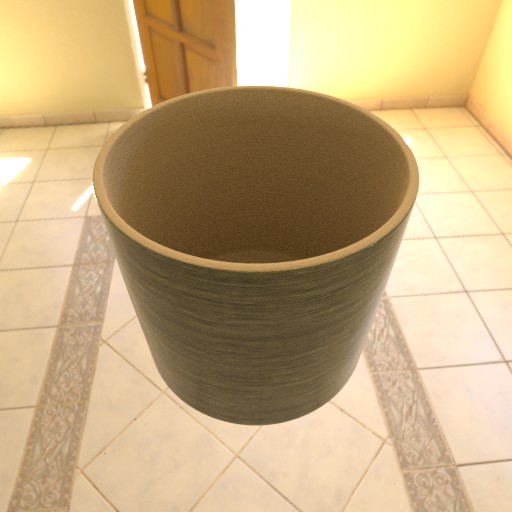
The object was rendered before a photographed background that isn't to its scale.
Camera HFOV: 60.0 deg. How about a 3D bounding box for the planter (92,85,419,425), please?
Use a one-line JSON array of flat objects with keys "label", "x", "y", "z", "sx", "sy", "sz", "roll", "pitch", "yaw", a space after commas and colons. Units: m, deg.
[{"label": "planter", "x": 0.000, "y": 0.000, "z": 0.381, "sx": 0.221, "sy": 0.201, "sz": 0.221, "roll": 0, "pitch": 45, "yaw": 0}]
